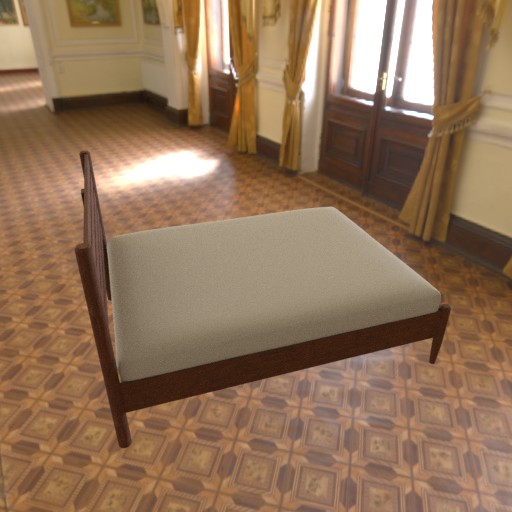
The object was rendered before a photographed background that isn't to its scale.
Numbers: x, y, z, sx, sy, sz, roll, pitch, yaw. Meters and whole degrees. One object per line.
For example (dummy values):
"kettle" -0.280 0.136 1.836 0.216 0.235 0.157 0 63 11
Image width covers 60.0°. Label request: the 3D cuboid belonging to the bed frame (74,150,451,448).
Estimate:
"bed frame" 0.000 0.000 3.254 2.234 1.321 1.655 -9 30 -16
